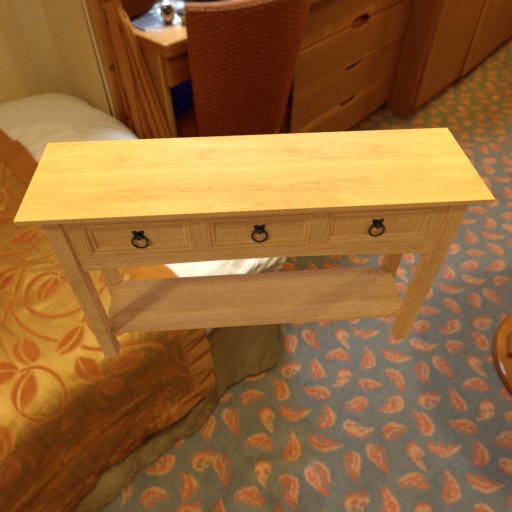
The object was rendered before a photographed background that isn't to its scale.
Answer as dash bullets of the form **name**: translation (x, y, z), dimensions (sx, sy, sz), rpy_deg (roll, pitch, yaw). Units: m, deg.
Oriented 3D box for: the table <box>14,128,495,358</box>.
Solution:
- **table**: translation (0.000, 0.000, 1.523), dimensions (1.240, 0.730, 0.350), rpy_deg (-3, 48, -3)
